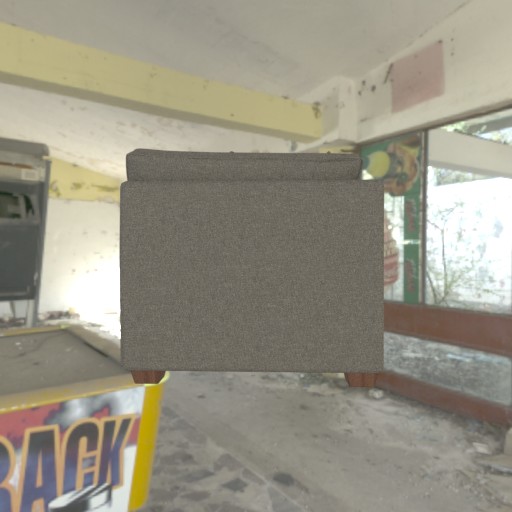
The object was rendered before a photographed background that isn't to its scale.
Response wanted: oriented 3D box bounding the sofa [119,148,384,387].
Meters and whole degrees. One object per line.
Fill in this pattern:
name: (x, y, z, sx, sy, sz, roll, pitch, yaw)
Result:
sofa: (0.000, 0.000, 2.864, 1.110, 1.033, 2.237, 0, 0, 2)
